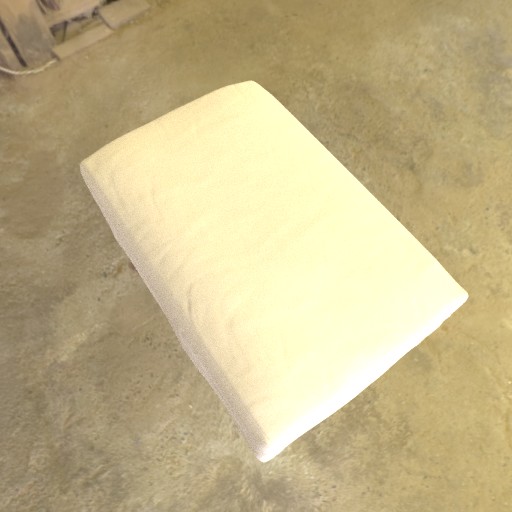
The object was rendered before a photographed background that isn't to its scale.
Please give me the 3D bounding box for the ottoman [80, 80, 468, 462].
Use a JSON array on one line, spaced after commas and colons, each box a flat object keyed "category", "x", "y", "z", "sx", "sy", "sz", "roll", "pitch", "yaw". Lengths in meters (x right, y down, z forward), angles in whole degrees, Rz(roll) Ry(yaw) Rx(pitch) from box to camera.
[{"category": "ottoman", "x": 0.000, "y": 0.000, "z": 1.211, "sx": 0.590, "sy": 0.444, "sz": 0.872, "roll": -32, "pitch": 67, "yaw": -15}]
